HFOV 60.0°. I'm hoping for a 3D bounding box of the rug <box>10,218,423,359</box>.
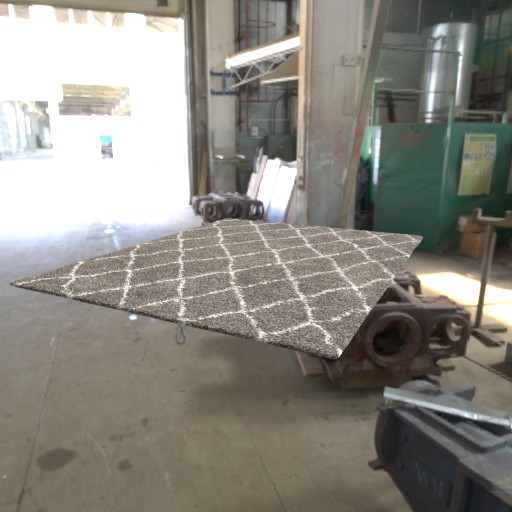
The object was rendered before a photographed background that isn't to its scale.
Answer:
[{"bbox_3d":[0.000,0.000,3.946,2.438,0.029,3.047,7,16,26],"label":"rug"}]
